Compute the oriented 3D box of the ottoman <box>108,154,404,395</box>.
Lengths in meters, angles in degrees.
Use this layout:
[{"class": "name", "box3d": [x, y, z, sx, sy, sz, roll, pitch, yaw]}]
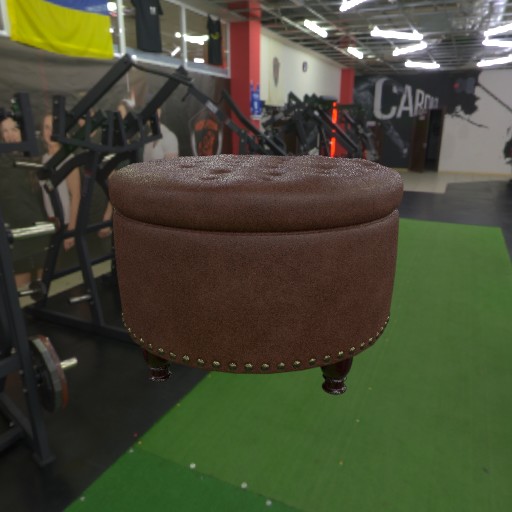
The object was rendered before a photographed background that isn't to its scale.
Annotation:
[{"class": "ottoman", "box3d": [0.000, 0.000, 1.055, 0.637, 0.442, 0.637, 0, 17, 0]}]
